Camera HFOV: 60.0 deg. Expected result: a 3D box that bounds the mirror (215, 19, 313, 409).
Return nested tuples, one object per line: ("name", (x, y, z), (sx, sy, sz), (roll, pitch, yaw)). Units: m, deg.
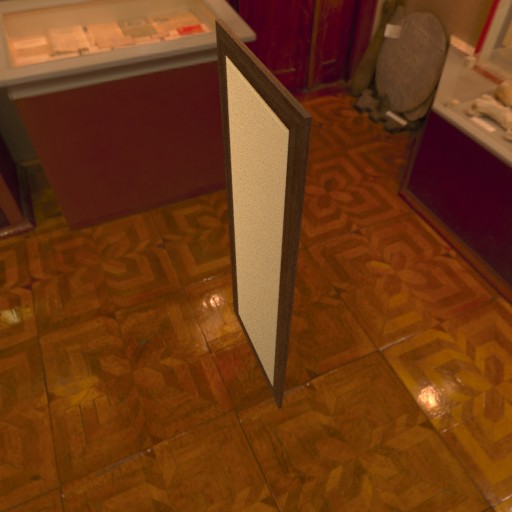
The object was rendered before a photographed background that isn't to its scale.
("mirror", (0.000, 0.000, 2.299), (0.025, 2.032, 0.812), (-17, 50, -15))
